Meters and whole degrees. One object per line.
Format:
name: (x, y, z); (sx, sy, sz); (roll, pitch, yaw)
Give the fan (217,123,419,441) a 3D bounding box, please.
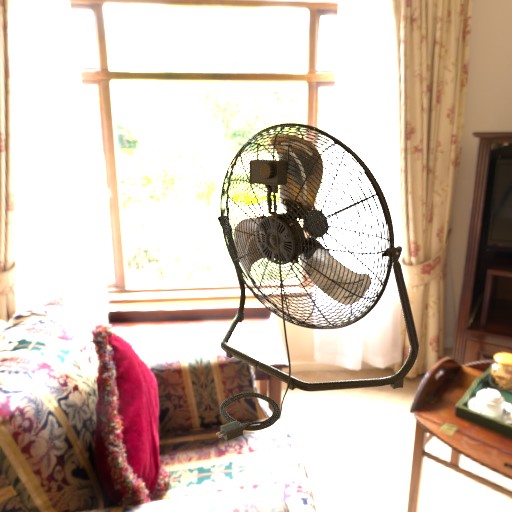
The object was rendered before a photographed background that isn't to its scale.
fan: (0.000, 0.000, 0.937); (0.424, 0.546, 0.555); (-13, 19, -42)
